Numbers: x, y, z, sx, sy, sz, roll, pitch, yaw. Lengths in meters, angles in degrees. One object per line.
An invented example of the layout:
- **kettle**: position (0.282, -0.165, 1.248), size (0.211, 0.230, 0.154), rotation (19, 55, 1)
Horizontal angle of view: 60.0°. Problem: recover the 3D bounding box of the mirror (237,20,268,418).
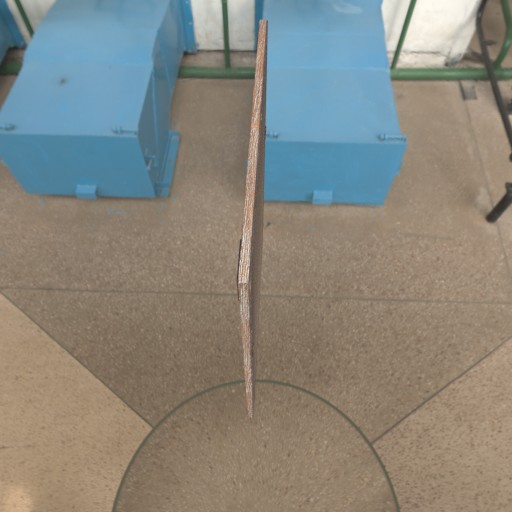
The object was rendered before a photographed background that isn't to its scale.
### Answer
- **mirror**: position (0.000, 0.000, 1.291), size (0.025, 0.996, 0.705), rotation (3, 59, 2)
